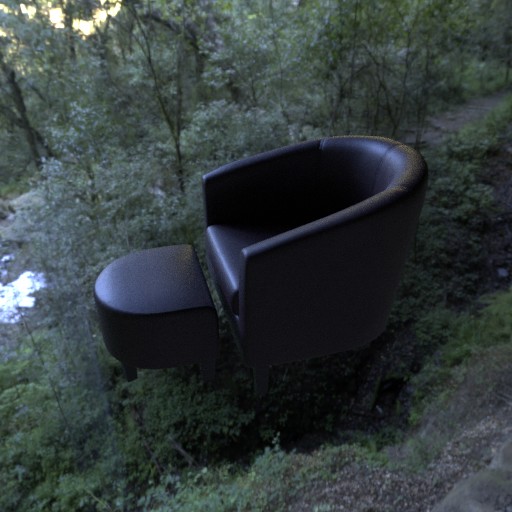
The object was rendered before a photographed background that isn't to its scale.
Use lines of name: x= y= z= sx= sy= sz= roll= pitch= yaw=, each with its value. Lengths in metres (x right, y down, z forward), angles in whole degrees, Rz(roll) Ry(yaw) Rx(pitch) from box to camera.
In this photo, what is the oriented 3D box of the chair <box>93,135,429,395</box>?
chair: x=0.000 y=0.000 z=1.657 sx=1.176 sy=0.755 sz=0.737 roll=-8 pitch=31 yaw=-14
